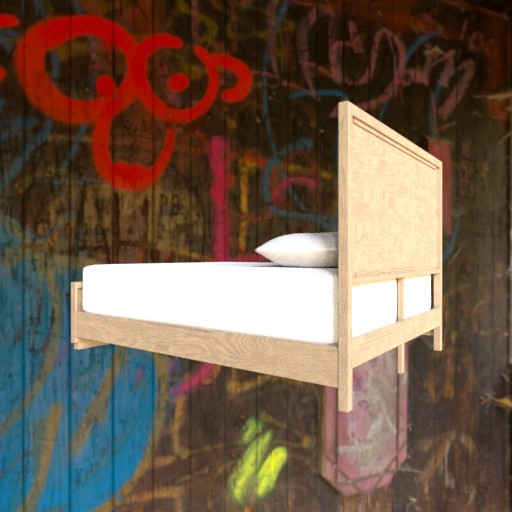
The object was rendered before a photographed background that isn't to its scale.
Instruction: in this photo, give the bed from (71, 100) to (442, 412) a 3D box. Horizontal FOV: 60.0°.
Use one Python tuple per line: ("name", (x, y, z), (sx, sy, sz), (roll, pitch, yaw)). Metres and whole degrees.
("bed", (0.000, 0.000, 3.241), (2.189, 1.369, 1.606), (0, 0, 37))
